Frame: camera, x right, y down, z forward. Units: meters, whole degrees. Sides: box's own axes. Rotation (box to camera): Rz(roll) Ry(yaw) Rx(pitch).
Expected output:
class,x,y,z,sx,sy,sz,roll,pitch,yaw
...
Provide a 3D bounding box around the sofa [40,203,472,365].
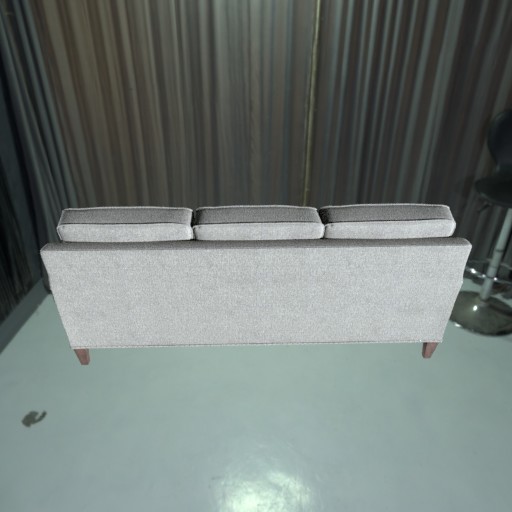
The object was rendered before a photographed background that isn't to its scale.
class,x,y,z,sx,sy,sz,roll,pitch,yaw
sofa,0.000,0.000,2.834,2.246,1.003,1.084,-1,30,-1
